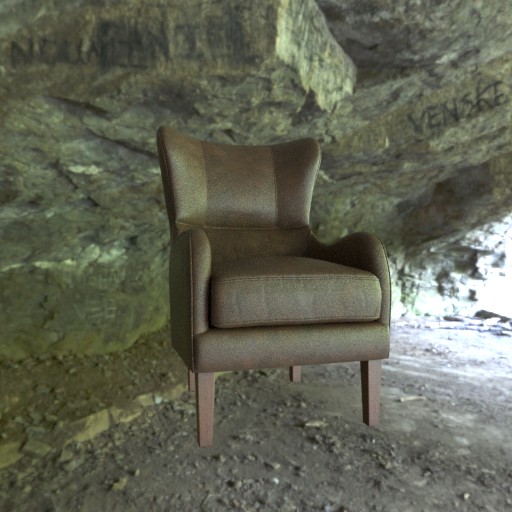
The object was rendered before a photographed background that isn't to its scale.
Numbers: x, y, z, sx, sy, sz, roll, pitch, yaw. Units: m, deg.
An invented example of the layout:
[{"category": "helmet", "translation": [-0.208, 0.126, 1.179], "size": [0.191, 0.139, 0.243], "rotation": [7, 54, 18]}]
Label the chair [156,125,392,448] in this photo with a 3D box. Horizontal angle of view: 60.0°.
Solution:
[{"category": "chair", "translation": [0.000, 0.000, 1.644], "size": [0.692, 1.048, 0.914], "rotation": [0, 0, -17]}]
